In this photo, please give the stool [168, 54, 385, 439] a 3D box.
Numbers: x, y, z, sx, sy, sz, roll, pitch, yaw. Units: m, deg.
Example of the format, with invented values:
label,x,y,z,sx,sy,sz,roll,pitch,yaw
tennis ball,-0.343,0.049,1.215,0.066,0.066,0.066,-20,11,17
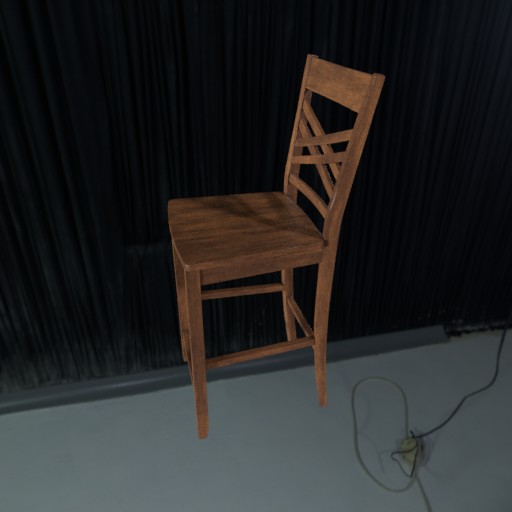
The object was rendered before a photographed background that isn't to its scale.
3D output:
label,x,y,z,sx,sy,sz,roll,pitch,yaw
stool,0.000,0.000,1.381,0.504,1.098,0.426,-8,31,-13
